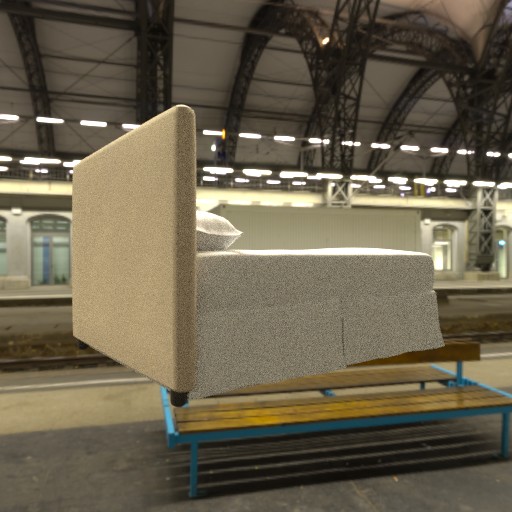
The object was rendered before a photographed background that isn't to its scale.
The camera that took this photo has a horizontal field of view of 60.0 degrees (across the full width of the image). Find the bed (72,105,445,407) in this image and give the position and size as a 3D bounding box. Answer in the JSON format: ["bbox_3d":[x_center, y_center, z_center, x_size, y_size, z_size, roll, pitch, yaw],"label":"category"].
[{"bbox_3d":[0.000,0.000,3.184,2.142,1.330,1.723,0,0,-37],"label":"bed"}]
